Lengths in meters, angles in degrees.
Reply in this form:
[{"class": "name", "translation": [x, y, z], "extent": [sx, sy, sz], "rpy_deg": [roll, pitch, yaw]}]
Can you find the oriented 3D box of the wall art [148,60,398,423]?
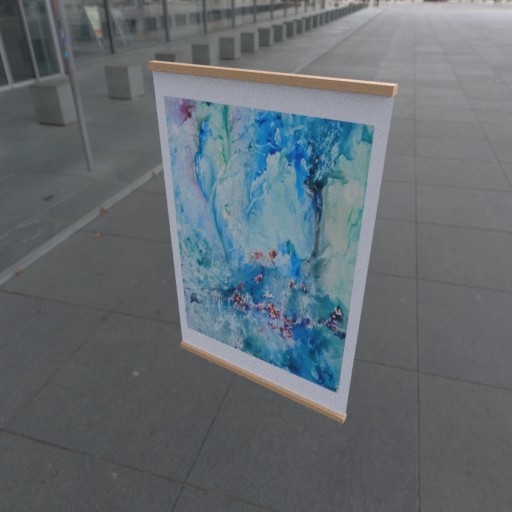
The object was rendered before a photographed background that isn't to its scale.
[{"class": "wall art", "translation": [0.000, 0.000, 0.786], "extent": [0.401, 0.611, 0.016], "rpy_deg": [18, 35, 27]}]
